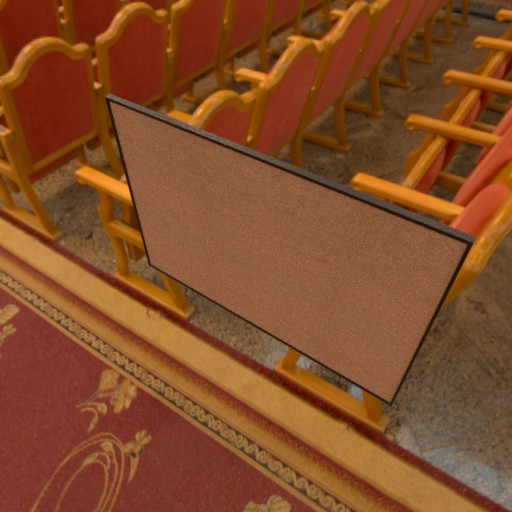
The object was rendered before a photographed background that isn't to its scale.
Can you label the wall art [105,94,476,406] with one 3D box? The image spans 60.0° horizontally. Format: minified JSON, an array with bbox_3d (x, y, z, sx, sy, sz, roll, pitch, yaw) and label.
[{"bbox_3d":[0.000,0.000,1.223,0.957,0.660,0.019,27,52,23],"label":"wall art"}]
